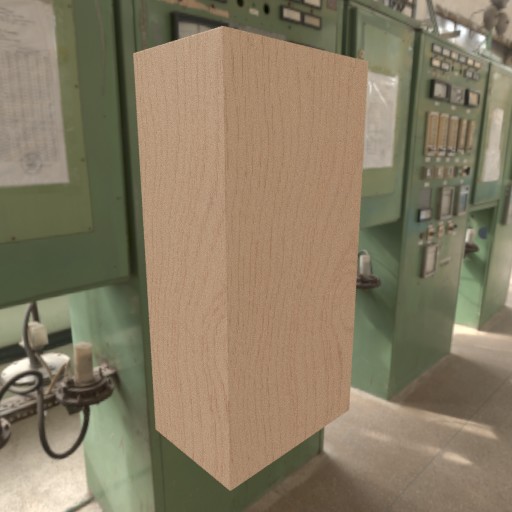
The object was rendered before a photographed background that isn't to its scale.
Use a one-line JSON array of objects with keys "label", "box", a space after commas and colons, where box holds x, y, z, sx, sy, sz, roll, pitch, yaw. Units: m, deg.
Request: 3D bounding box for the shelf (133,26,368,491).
[{"label": "shelf", "box": [0.000, 0.000, 0.722, 0.290, 0.600, 0.200, -13, 18, -42]}]
